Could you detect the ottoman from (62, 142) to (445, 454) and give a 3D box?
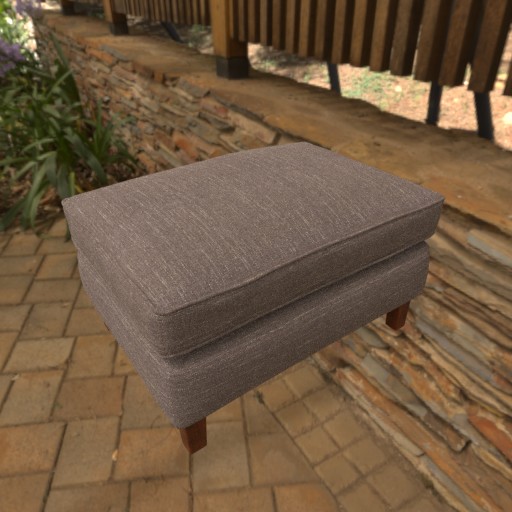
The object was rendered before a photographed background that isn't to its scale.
[{"bbox_3d":[0.000,0.000,1.002,0.686,0.406,0.508,-21,38,-30],"label":"ottoman"}]
